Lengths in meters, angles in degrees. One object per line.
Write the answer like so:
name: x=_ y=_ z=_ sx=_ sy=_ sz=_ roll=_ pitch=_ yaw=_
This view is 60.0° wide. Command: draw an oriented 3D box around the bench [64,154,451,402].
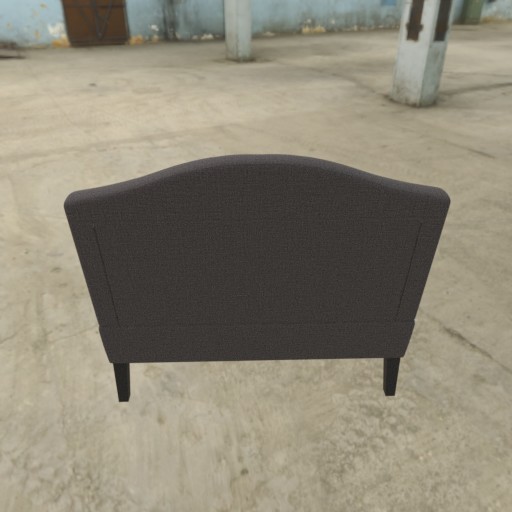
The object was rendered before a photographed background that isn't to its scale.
bench: x=0.000 y=0.000 z=2.056 sx=1.335 sy=1.180 sz=0.815 roll=-1 pitch=30 yaw=-1
